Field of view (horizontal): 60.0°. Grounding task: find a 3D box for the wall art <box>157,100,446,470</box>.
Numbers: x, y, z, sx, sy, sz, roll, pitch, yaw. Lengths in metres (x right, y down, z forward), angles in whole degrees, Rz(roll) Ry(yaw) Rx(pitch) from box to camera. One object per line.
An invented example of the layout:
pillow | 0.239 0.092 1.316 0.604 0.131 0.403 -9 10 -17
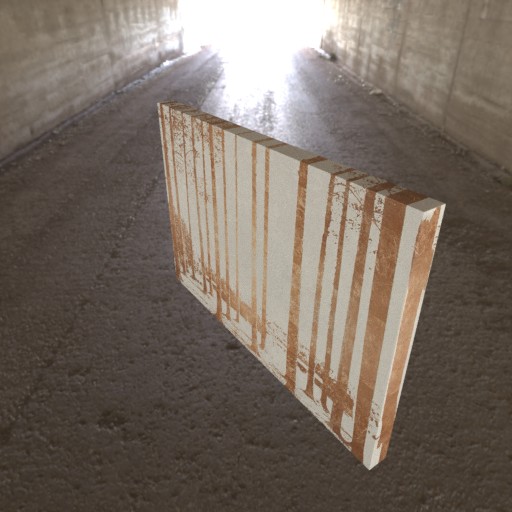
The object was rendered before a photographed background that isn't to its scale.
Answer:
wall art | 0.000 0.000 0.752 0.035 0.405 0.609 -20 36 -30
